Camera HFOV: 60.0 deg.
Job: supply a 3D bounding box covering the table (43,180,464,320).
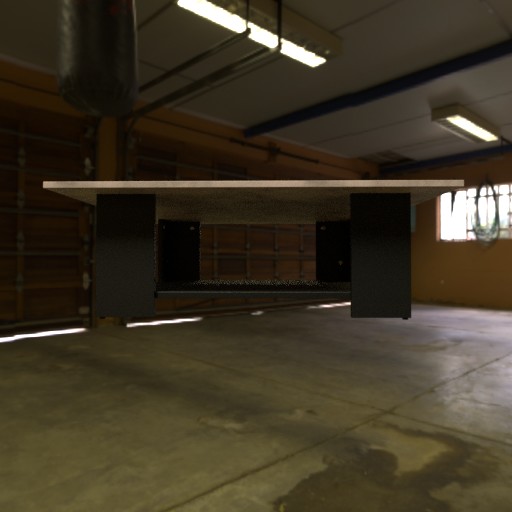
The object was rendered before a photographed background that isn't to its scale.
[{"bbox_3d":[0.000,0.000,1.379,0.890,0.305,0.890,0,-1,1],"label":"table"}]
